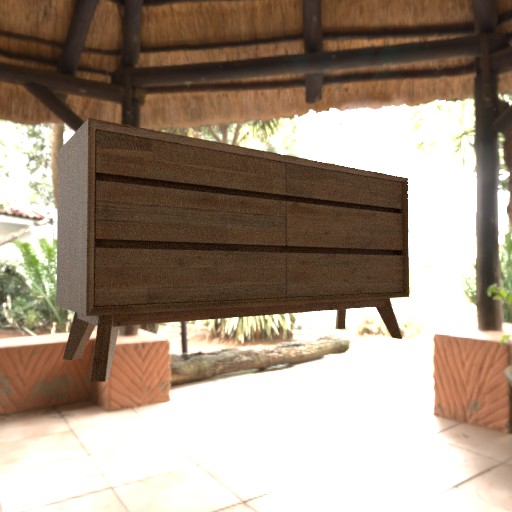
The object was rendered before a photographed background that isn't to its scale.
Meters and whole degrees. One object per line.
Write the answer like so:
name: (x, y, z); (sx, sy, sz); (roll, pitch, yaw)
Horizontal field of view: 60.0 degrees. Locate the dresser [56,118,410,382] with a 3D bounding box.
dresser: (0.000, 0.000, 1.965); (1.554, 0.805, 0.455); (1, -2, -35)
